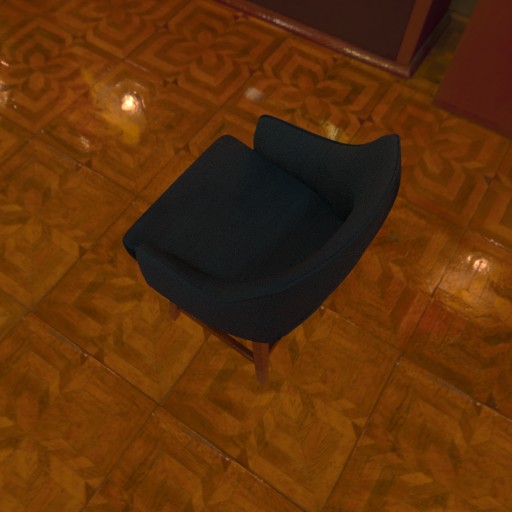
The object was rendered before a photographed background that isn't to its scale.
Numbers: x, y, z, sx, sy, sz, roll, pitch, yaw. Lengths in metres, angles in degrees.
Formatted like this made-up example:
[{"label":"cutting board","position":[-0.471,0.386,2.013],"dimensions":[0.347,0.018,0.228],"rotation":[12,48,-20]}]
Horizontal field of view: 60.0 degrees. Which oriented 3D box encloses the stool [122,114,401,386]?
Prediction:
[{"label":"stool","position":[0.000,0.000,1.288],"dimensions":[0.560,0.940,0.550],"rotation":[32,67,15]}]
